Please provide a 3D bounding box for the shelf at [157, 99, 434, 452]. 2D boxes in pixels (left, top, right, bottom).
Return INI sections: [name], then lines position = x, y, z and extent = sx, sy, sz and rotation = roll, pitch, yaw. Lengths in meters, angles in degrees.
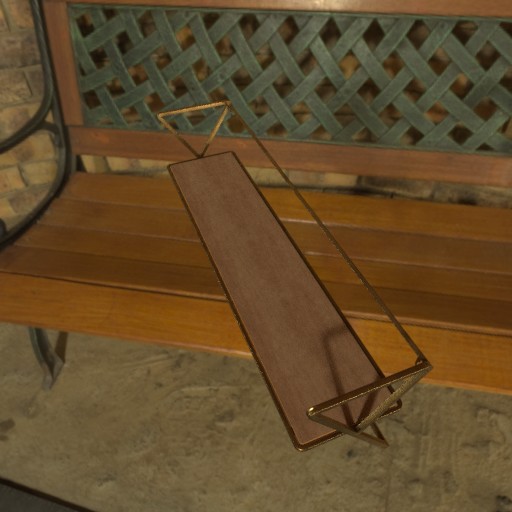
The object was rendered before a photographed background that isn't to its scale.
[shelf]
position = 0.000, 0.000, 0.740
extent = 0.150, 0.229, 0.645
rotation = -16, 48, -15
